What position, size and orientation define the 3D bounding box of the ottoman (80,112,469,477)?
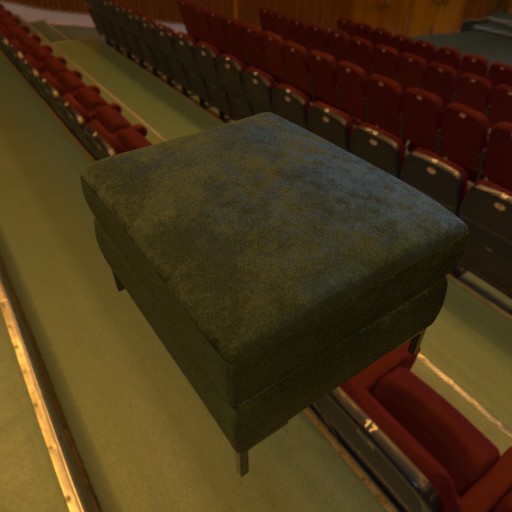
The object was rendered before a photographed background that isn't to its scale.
[{"bbox_3d":[0.000,0.000,1.295,0.701,0.538,0.839,-24,46,-26],"label":"ottoman"}]
